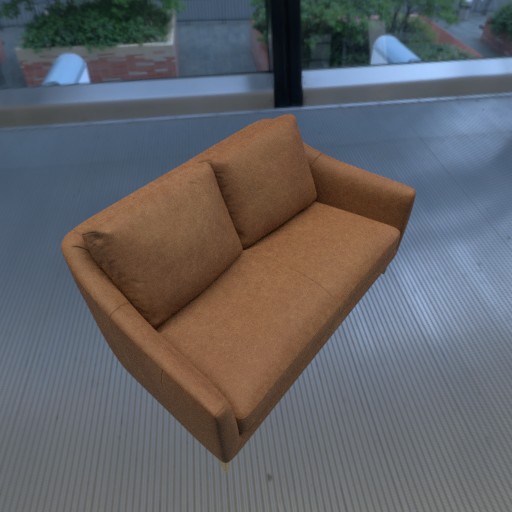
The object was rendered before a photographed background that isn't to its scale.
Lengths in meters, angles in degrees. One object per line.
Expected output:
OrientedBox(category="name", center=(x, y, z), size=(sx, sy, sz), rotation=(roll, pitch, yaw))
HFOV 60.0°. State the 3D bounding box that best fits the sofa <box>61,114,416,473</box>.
OrientedBox(category="sofa", center=(0.000, 0.000, 2.192), size=(0.960, 0.902, 1.619), rotation=(27, 49, 27))
